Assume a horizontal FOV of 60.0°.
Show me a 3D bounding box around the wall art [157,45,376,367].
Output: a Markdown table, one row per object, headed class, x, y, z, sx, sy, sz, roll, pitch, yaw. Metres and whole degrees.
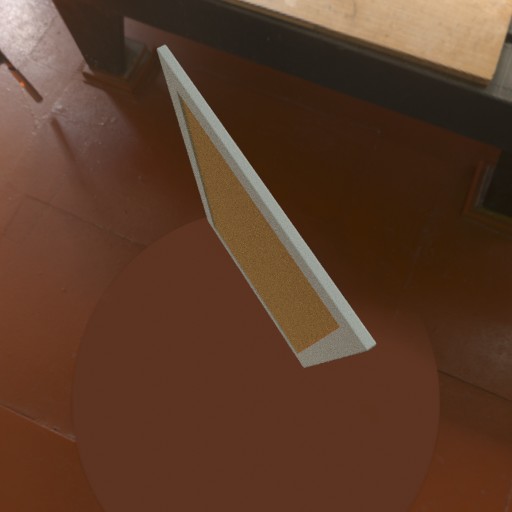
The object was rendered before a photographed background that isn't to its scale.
| class | x | y | z | sx | sy | sz | roll | pitch | yaw |
| --- | --- | --- | --- | --- | --- | --- | --- | --- | --- |
| wall art | 0.000 | 0.000 | 0.683 | 0.012 | 0.529 | 0.374 | -32 | 77 | -8 |
